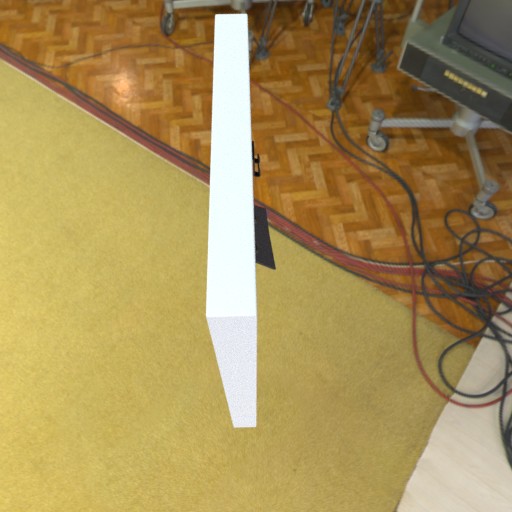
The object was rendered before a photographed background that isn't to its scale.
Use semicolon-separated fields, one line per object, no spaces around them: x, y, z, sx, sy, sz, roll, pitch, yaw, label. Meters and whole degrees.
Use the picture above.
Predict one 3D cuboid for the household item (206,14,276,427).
0.000;0.000;0.330;0.045;0.250;0.200;-1;60;-1;household item
